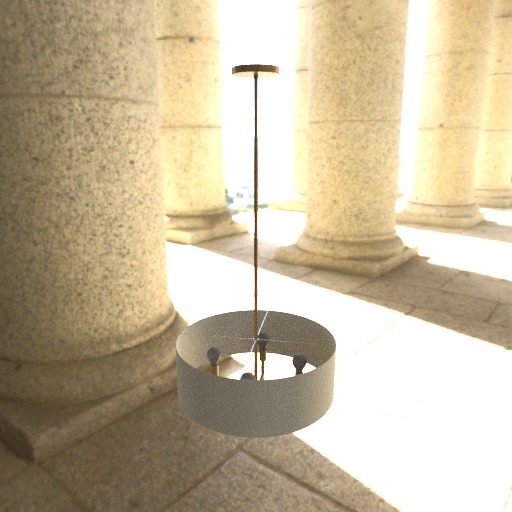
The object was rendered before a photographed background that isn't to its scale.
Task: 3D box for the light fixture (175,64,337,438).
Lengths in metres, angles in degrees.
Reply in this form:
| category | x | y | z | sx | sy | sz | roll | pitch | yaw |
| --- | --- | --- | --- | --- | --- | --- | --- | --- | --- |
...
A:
| category | x | y | z | sx | sy | sz | roll | pitch | yaw |
| --- | --- | --- | --- | --- | --- | --- | --- | --- | --- |
| light fixture | 0.000 | 0.000 | 1.350 | 0.508 | 1.067 | 0.508 | 0 | 15 | 0 |
